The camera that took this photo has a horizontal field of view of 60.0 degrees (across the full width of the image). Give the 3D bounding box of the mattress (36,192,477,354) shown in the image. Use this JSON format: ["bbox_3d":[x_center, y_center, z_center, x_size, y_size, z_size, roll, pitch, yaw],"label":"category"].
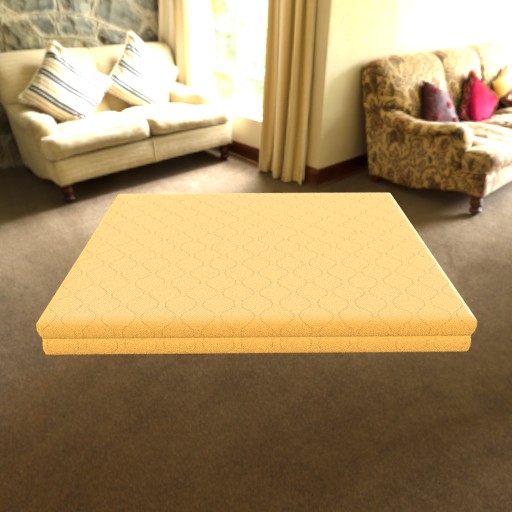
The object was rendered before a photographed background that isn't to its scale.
[{"bbox_3d":[0.000,0.000,2.536,1.900,0.200,1.400,0,31,-1],"label":"mattress"}]
